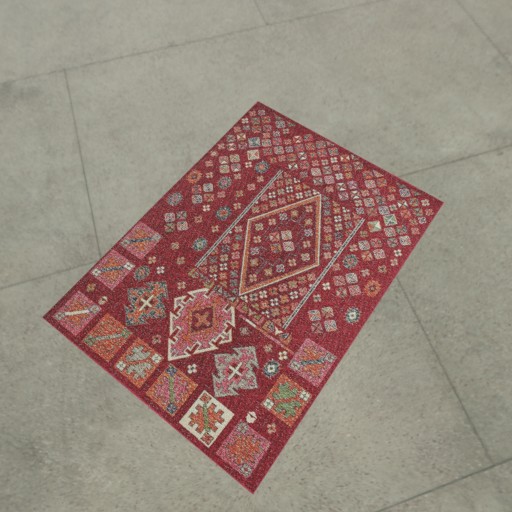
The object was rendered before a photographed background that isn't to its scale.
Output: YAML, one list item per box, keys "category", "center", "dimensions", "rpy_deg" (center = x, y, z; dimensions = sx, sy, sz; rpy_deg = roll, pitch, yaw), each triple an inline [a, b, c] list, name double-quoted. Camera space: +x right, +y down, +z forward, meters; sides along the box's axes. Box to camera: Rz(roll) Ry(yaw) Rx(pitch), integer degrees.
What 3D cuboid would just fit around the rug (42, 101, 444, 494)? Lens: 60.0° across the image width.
- category: "rug"
  center: [0.000, 0.000, 2.838]
  dimensions: [1.579, 0.007, 2.184]
  rpy_deg: [33, 68, 15]
